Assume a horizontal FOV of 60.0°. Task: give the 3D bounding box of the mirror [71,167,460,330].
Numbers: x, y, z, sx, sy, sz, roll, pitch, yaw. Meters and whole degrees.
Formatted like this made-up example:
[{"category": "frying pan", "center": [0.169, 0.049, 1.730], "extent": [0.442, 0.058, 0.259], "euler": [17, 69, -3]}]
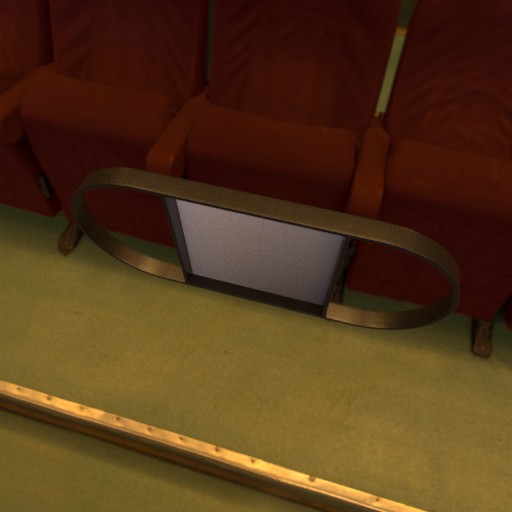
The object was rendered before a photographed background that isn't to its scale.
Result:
[{"category": "mirror", "center": [0.000, 0.000, 0.671], "extent": [0.584, 0.254, 0.032], "euler": [13, 60, 8]}]
